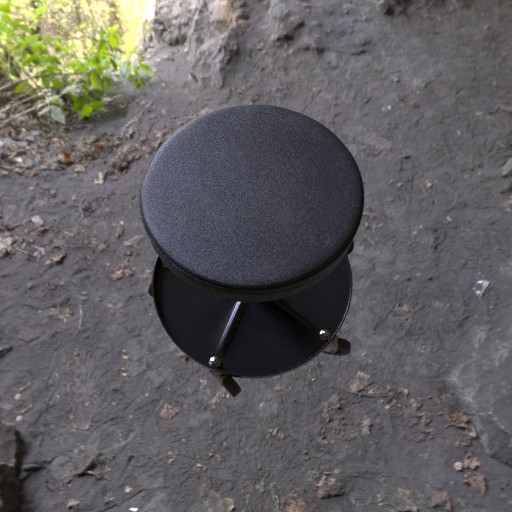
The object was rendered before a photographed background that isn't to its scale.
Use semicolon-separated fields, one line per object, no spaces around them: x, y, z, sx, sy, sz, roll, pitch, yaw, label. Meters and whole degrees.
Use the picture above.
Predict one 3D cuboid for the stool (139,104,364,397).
0.000;0.000;0.691;0.382;0.365;0.381;16;64;8;stool
